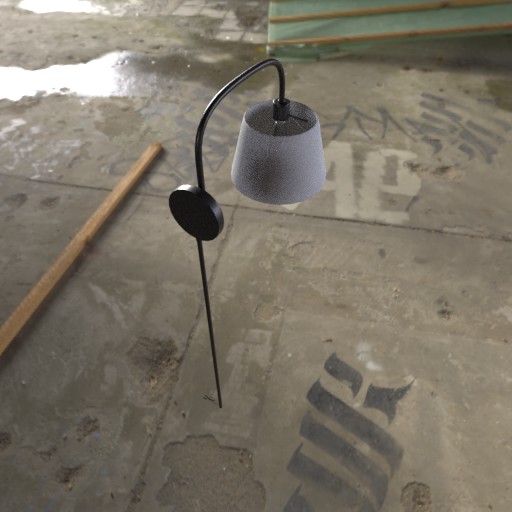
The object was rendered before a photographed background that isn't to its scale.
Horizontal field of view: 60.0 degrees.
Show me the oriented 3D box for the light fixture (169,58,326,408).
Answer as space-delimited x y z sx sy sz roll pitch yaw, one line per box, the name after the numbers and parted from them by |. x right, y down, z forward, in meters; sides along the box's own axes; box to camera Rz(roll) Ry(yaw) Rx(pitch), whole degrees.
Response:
0.000 0.000 0.463 0.092 0.399 0.176 24 51 21 | light fixture
